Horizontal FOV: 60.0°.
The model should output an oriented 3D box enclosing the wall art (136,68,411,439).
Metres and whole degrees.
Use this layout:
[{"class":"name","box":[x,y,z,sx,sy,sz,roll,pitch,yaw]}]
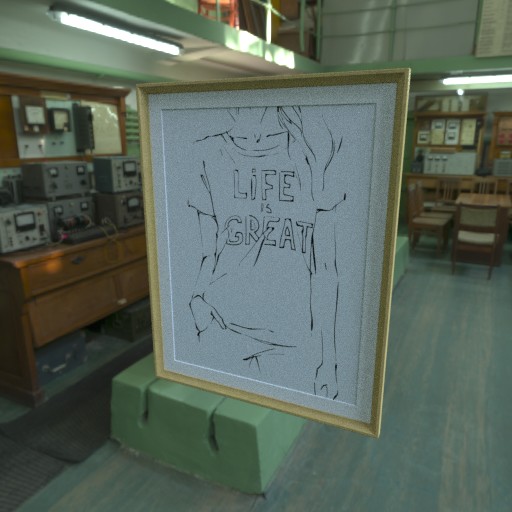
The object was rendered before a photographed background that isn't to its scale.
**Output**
[{"class":"wall art","box":[0.000,0.000,1.334,0.798,1.002,0.030,7,17,24]}]
